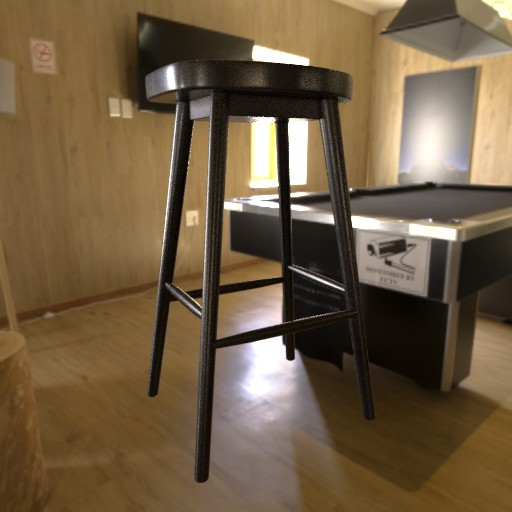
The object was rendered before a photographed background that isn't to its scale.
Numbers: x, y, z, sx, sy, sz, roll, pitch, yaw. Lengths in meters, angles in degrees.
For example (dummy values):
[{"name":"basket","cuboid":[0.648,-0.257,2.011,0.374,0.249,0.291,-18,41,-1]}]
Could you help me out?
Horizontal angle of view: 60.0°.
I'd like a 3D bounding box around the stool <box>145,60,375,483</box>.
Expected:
[{"name":"stool","cuboid":[0.000,0.000,0.985,0.440,0.749,0.361,-7,15,-27]}]
